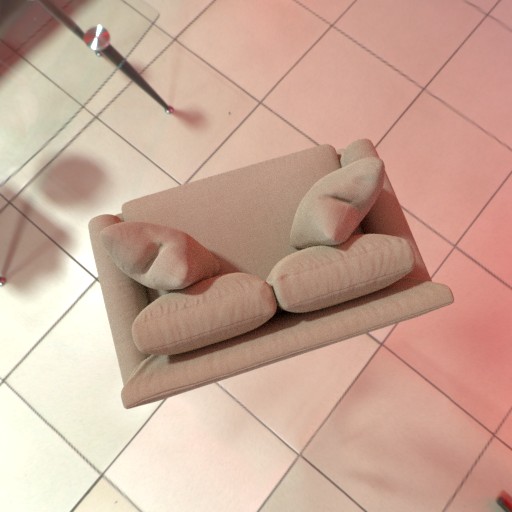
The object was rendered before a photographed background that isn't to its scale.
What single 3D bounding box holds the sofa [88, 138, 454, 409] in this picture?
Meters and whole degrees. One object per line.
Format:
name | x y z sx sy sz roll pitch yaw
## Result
sofa | 0.000 0.000 2.261 1.550 0.905 1.070 -17 77 -4
